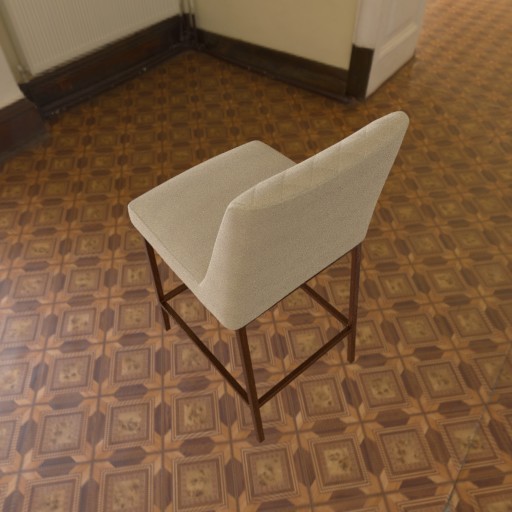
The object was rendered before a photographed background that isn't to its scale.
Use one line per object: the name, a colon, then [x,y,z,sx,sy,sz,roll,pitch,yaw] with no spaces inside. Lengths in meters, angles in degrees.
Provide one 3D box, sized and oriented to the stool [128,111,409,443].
stool: [0.000,0.000,1.299,0.507,0.973,0.576,-32,55,-26]
